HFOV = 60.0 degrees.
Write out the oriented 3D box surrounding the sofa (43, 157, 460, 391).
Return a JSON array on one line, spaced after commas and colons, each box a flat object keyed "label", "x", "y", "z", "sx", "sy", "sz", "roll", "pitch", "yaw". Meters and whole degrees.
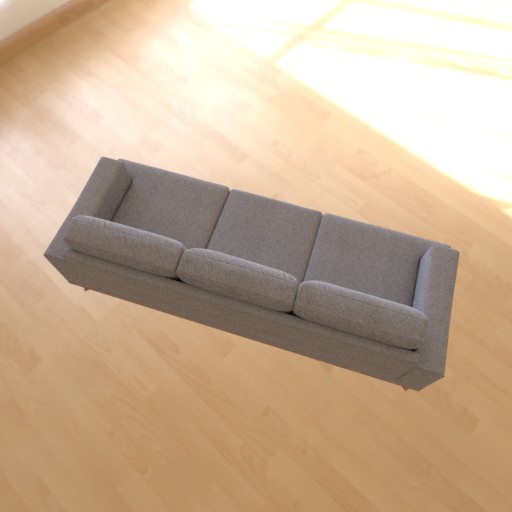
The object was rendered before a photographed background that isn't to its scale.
[{"label": "sofa", "x": 0.000, "y": 0.000, "z": 2.741, "sx": 2.310, "sy": 0.810, "sz": 0.920, "roll": 16, "pitch": 65, "yaw": 8}]
